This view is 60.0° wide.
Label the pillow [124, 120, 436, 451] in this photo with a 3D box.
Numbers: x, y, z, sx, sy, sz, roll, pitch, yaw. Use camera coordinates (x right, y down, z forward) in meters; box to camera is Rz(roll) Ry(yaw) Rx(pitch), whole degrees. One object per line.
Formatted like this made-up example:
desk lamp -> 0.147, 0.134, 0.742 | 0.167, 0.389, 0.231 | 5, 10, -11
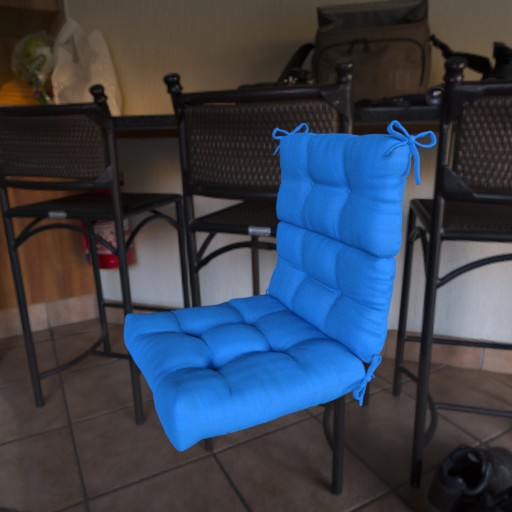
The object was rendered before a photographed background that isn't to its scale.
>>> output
pillow -> 0.000, 0.000, 1.038 | 0.571, 0.605, 0.519 | -8, 18, -25
